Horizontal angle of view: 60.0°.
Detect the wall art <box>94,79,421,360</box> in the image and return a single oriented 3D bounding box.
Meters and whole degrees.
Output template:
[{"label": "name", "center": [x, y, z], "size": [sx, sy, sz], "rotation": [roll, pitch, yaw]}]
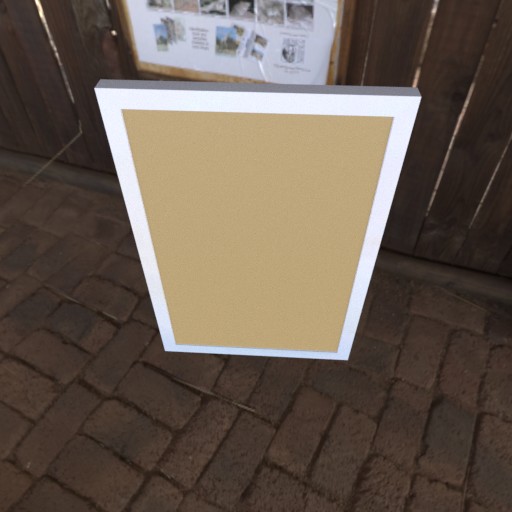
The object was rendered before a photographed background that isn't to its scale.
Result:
[{"label": "wall art", "center": [0.000, 0.000, 1.168], "size": [0.612, 0.915, 0.039], "rotation": [2, 46, 2]}]
